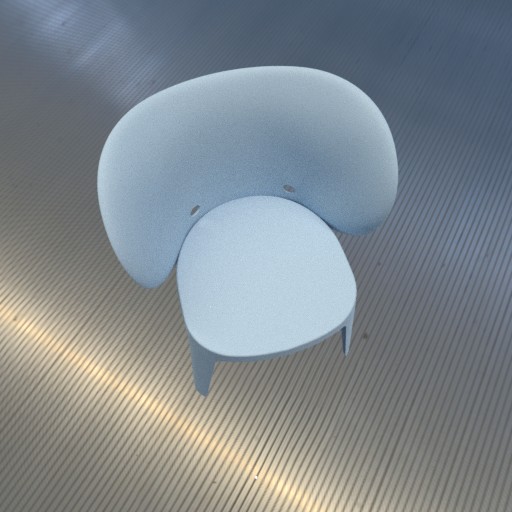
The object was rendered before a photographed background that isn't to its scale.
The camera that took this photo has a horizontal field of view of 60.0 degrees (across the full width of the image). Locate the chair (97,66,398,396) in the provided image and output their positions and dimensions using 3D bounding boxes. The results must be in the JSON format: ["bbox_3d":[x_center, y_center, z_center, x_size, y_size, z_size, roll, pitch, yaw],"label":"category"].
[{"bbox_3d":[0.000,0.000,0.862,0.451,0.554,0.402,-14,64,-7],"label":"chair"}]
